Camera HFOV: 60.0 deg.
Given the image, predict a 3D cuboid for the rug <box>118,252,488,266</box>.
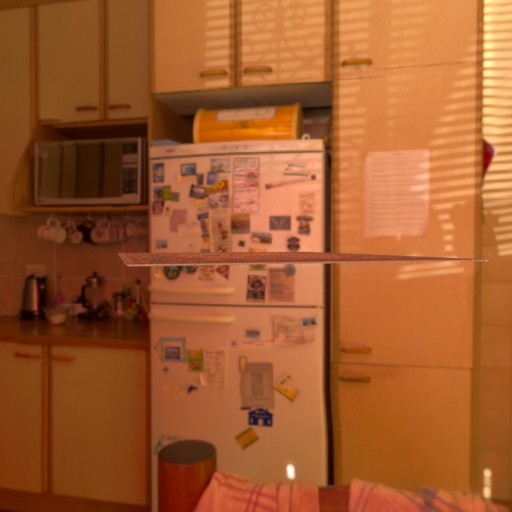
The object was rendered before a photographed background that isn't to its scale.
[{"bbox_3d":[0.000,0.000,4.167,2.434,0.013,3.057,-1,2,-18],"label":"rug"}]
